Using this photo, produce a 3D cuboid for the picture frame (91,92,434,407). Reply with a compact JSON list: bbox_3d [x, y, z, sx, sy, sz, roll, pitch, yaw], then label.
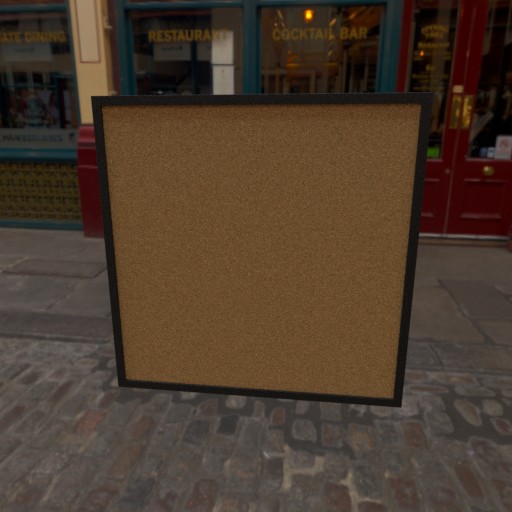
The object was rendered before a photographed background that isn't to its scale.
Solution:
[{"bbox_3d":[0.000,0.000,0.464,0.317,0.317,0.030,2,16,7],"label":"picture frame"}]
